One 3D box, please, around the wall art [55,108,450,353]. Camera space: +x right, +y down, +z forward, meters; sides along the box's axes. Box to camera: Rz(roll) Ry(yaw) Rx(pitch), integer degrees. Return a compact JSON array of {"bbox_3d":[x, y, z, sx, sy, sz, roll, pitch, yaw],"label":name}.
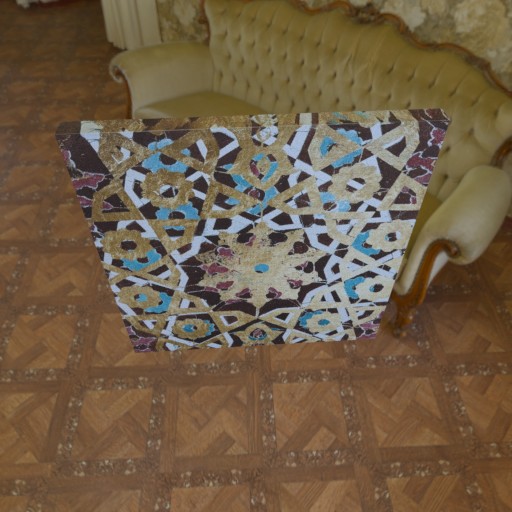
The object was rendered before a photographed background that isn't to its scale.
[{"bbox_3d":[0.000,0.000,0.915,0.609,0.613,0.041,-3,46,-3],"label":"wall art"}]
